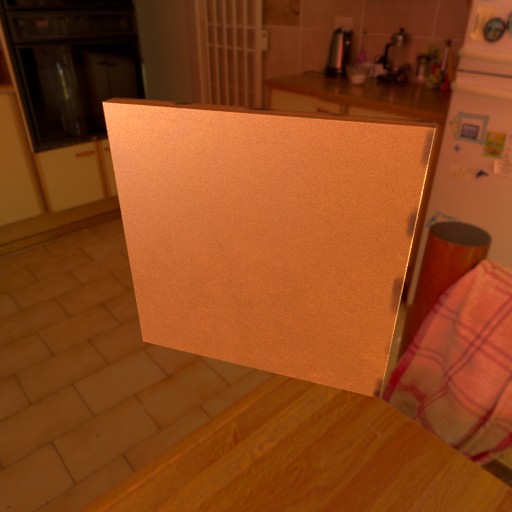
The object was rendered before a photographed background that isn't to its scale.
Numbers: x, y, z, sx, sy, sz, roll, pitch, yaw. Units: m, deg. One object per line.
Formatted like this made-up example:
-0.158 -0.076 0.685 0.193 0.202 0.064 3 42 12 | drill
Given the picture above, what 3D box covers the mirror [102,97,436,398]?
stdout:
0.000 0.000 0.793 0.509 0.507 0.042 10 32 16 | mirror
